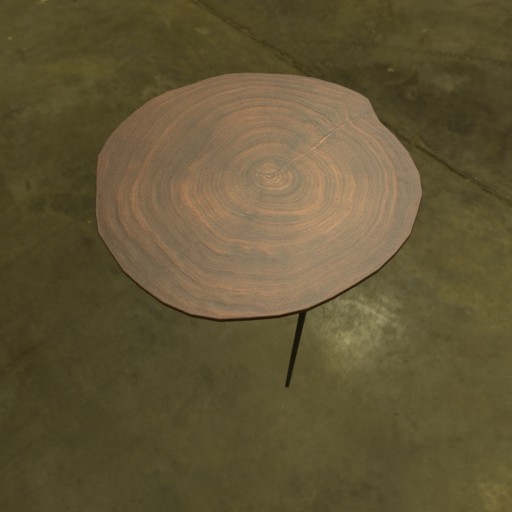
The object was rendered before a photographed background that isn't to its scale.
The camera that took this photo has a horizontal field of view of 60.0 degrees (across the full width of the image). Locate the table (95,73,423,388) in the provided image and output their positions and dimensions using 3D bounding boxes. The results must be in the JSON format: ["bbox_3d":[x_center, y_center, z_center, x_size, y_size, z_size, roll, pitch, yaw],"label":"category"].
[{"bbox_3d":[0.000,0.000,0.870,0.494,0.476,0.477,2,59,1],"label":"table"}]
